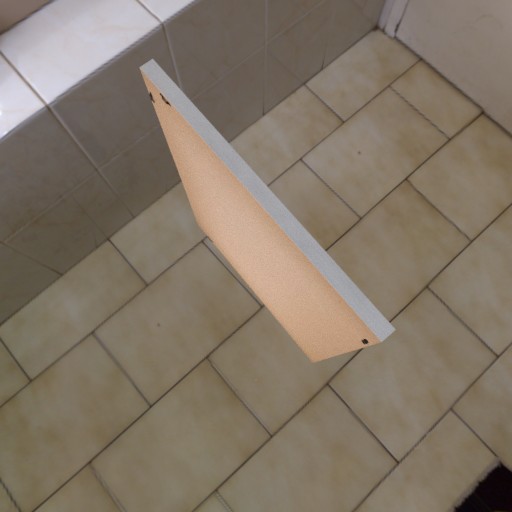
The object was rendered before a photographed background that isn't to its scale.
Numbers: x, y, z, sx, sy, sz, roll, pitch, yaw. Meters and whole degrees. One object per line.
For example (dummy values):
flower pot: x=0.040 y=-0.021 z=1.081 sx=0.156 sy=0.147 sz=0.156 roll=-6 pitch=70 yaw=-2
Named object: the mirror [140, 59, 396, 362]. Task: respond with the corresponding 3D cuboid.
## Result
mirror: x=0.000 y=0.000 z=1.377 sx=0.041 sy=1.016 sz=0.762 roll=-38 pitch=78 yaw=-10
